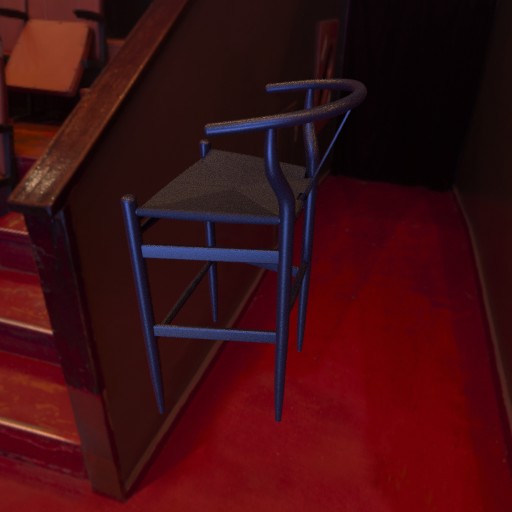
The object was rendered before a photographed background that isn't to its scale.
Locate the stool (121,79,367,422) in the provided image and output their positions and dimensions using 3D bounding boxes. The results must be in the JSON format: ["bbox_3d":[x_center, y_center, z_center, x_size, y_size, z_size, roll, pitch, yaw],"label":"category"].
[{"bbox_3d":[0.000,0.000,1.449,0.579,1.072,0.569,9,32,14],"label":"stool"}]
